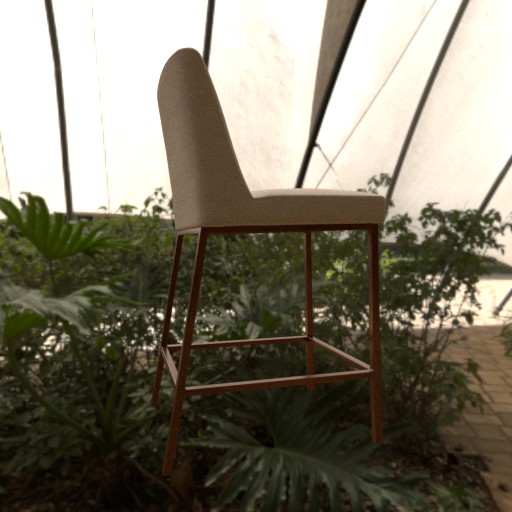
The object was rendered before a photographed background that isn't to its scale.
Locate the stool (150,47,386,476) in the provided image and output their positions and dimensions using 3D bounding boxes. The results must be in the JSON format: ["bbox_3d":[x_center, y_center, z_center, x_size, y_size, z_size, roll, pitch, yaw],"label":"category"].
[{"bbox_3d":[0.000,0.000,1.281,0.576,0.973,0.507,-1,2,-17],"label":"stool"}]
